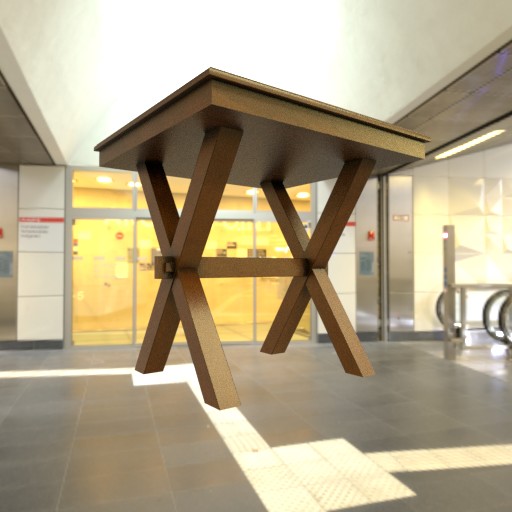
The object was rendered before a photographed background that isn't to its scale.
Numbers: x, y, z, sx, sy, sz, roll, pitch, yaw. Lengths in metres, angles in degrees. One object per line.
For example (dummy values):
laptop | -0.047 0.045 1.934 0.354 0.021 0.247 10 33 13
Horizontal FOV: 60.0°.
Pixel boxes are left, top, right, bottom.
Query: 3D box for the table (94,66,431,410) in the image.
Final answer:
table | 0.000 0.000 1.070 0.602 0.562 0.560 1 -2 -37
